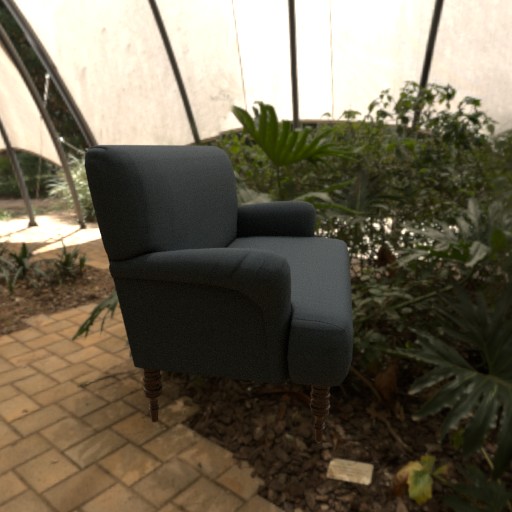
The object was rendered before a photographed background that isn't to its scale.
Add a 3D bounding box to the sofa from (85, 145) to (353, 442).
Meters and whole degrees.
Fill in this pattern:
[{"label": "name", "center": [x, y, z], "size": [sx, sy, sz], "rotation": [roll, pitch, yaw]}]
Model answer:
[{"label": "sofa", "center": [0.000, 0.000, 1.832], "size": [0.779, 0.889, 1.297], "rotation": [3, 14, 11]}]
